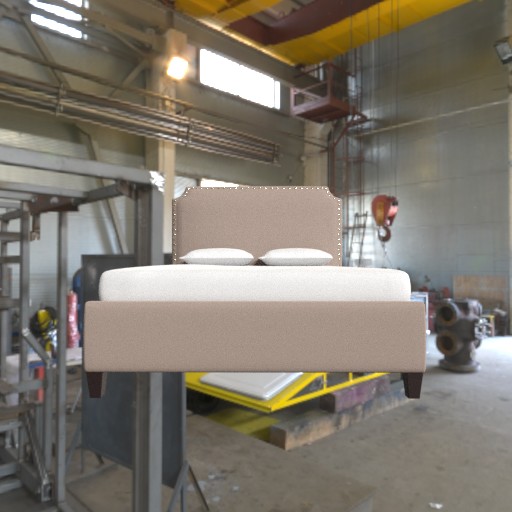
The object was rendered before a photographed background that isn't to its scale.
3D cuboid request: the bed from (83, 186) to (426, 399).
[{"bbox_3d":[0.000,0.000,3.345,1.713,1.443,2.372,0,-1,0],"label":"bed"}]
